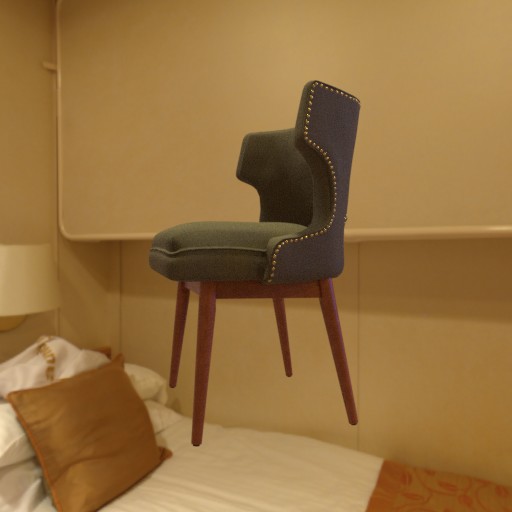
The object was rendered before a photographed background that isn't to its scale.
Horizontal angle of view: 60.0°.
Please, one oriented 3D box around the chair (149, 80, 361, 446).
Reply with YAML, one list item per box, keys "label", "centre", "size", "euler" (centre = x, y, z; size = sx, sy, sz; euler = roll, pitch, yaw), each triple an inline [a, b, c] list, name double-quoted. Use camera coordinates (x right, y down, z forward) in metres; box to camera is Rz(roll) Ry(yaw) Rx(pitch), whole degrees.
- label: "chair"
  centre: [0.000, 0.000, 1.285]
  size: [0.581, 0.863, 0.595]
  euler: [0, 1, -18]
